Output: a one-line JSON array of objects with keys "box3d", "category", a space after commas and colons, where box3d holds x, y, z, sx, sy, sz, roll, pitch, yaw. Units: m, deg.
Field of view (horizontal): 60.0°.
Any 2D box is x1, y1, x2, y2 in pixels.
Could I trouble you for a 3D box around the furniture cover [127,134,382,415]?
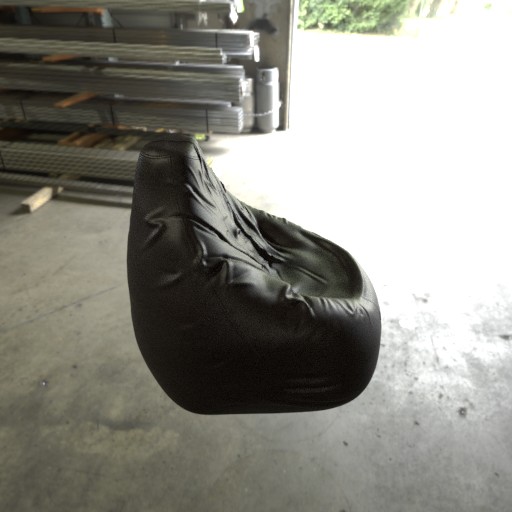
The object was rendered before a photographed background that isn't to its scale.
[{"box3d": [0.000, 0.000, 1.867, 1.070, 0.990, 1.070, -1, 31, -1], "category": "furniture cover"}]
